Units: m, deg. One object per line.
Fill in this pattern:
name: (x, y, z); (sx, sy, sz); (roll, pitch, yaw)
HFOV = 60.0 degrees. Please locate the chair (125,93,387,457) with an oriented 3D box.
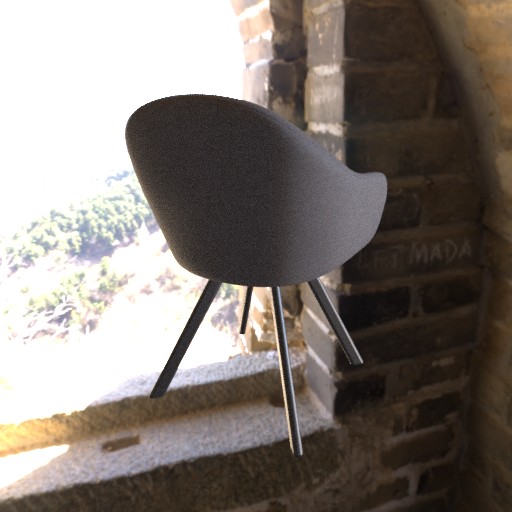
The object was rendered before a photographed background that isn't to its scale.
chair: (0.000, 0.000, 1.163); (0.540, 0.780, 0.570); (10, 20, 29)
